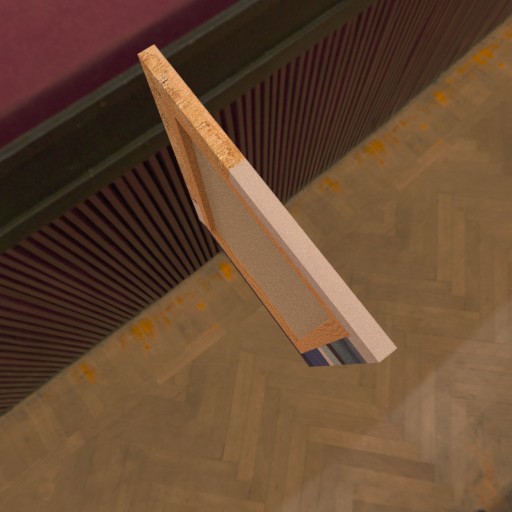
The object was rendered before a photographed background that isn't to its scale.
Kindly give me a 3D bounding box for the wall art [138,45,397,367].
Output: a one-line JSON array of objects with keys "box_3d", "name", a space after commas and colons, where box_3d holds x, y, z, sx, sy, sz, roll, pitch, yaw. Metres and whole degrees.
[{"box_3d": [0.000, 0.000, 0.798, 0.026, 0.613, 0.458, -36, 78, -9], "name": "wall art"}]
